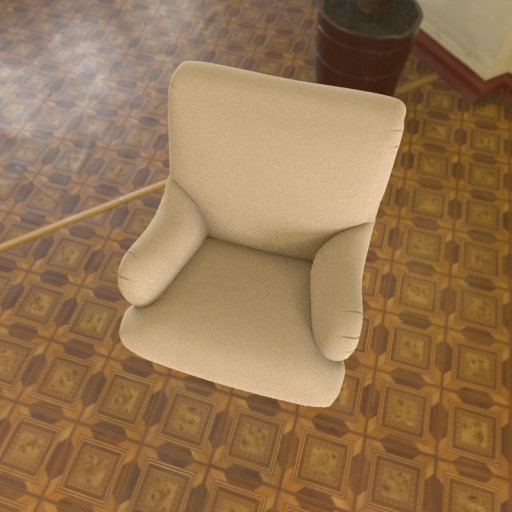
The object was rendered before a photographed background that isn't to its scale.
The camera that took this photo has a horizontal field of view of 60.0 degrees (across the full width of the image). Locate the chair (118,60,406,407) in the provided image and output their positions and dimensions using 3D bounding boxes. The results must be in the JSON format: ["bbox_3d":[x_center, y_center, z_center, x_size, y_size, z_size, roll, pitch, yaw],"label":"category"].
[{"bbox_3d":[0.000,0.000,1.551,0.766,0.942,0.842,14,60,8],"label":"chair"}]
